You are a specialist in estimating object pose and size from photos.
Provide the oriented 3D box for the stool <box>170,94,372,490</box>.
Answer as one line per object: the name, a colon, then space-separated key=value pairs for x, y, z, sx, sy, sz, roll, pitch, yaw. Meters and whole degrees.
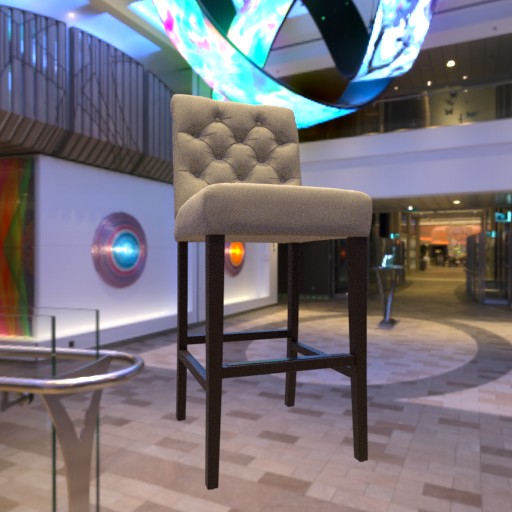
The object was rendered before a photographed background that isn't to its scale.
stool: x=0.000 y=0.000 z=1.417 sx=0.493 sy=1.140 sz=0.601 roll=0 pitch=0 yaw=-20
